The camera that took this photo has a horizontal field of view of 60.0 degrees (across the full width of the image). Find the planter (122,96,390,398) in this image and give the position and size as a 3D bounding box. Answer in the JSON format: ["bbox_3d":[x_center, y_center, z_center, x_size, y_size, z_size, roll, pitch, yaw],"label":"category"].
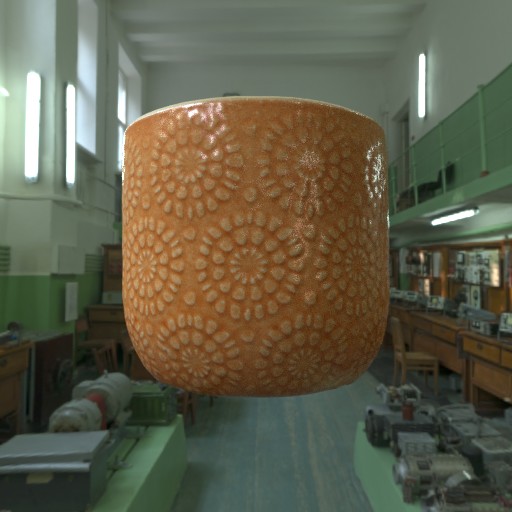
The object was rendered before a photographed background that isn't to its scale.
[{"bbox_3d":[0.000,0.000,0.285,0.170,0.152,0.170,0,-2,0],"label":"planter"}]
